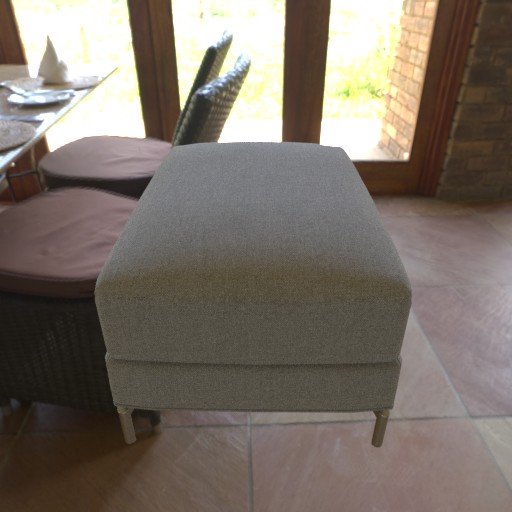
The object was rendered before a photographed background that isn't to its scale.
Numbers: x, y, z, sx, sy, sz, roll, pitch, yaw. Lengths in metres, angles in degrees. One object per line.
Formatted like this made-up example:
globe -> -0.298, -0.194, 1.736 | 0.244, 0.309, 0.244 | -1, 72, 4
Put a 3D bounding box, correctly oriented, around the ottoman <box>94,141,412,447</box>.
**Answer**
ottoman -> 0.000, 0.000, 1.175 | 0.584, 0.457, 0.838 | 0, 31, 1
